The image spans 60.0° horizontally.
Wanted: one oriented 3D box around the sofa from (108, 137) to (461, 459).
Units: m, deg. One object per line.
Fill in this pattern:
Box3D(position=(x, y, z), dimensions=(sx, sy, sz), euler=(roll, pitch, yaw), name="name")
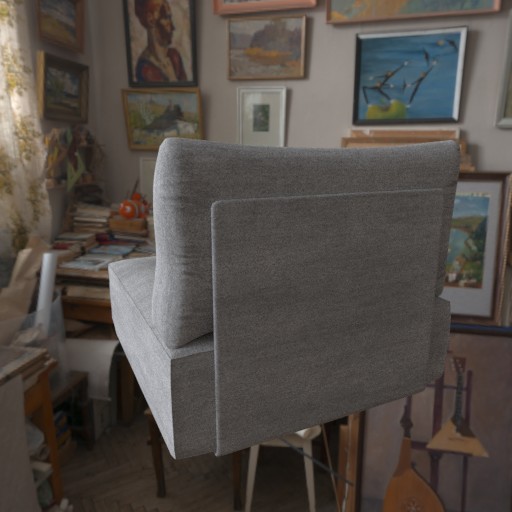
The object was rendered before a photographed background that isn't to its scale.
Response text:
Box3D(position=(0.000, 0.000, 1.635), dimensions=(0.930, 0.820, 1.000), euler=(-7, 15, -25), name="sofa")
